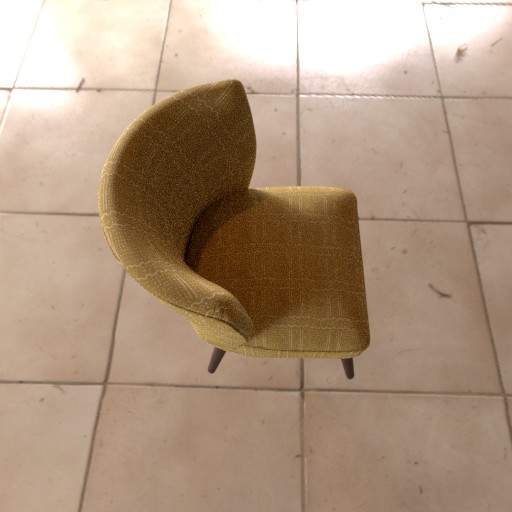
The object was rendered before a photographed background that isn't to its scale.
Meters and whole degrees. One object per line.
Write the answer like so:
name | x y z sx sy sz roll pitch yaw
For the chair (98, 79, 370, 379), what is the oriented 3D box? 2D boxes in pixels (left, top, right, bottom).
chair | 0.000 0.000 1.443 0.758 0.866 0.706 1 64 0
